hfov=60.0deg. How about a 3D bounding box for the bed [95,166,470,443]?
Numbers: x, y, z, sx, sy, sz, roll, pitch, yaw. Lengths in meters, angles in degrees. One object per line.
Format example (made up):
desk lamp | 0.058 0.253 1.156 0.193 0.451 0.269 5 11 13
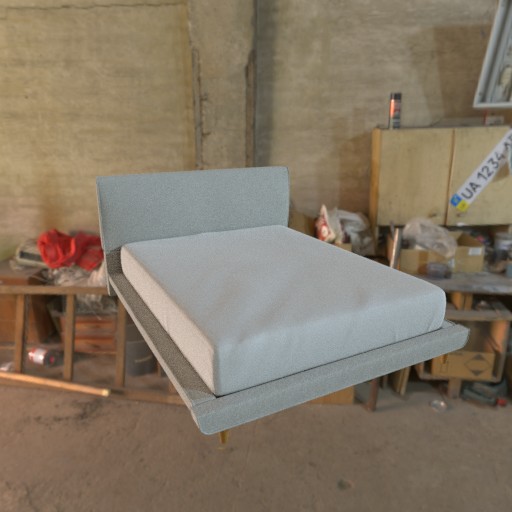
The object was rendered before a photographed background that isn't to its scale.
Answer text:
bed | 0.000 0.000 3.517 1.980 1.126 2.498 -9 19 -27
